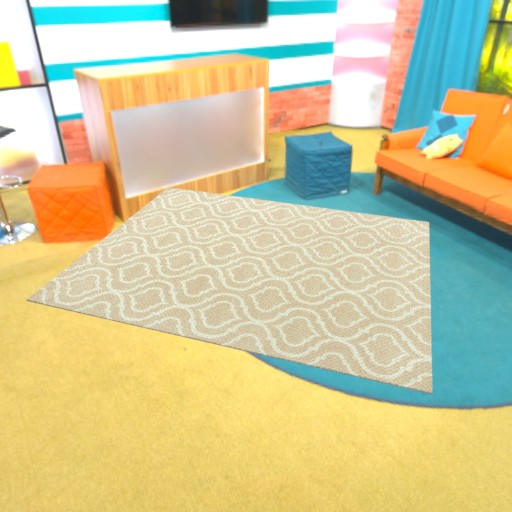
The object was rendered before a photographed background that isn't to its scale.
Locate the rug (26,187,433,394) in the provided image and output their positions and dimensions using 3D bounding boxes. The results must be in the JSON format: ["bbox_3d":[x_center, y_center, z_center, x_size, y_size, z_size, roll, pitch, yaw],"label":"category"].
[{"bbox_3d":[0.000,0.000,3.880,2.894,0.013,2.286,10,33,15],"label":"rug"}]
